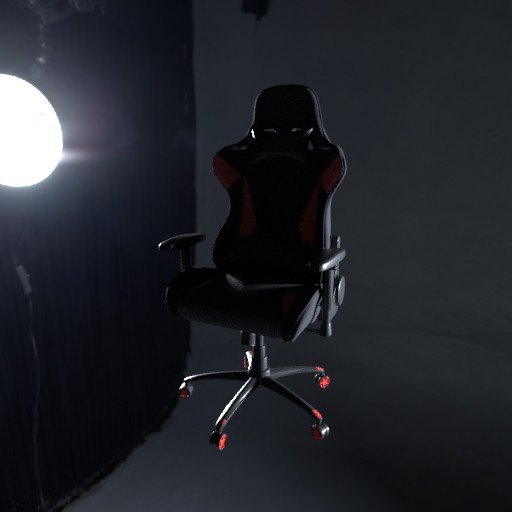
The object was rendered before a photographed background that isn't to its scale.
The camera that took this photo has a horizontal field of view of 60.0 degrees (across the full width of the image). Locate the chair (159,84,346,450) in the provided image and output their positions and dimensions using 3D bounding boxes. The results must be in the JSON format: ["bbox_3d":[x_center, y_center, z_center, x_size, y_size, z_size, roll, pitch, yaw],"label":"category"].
[{"bbox_3d":[0.000,0.000,1.744,0.695,1.326,0.658,7,15,27],"label":"chair"}]
